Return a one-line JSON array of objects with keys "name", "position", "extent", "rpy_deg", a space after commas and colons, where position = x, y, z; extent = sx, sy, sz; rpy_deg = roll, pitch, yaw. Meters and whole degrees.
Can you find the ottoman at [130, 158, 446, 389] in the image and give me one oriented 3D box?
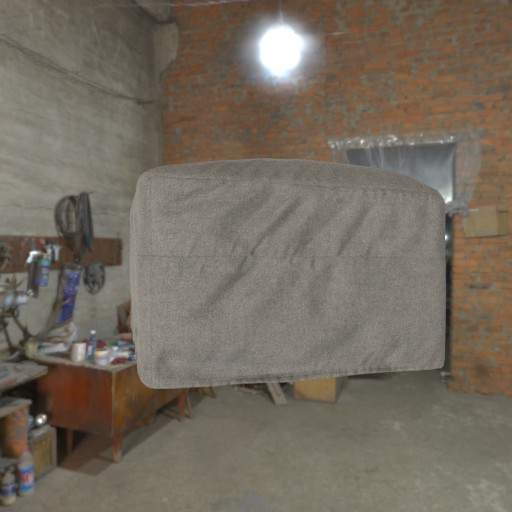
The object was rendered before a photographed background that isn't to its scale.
[{"name": "ottoman", "position": [0.000, 0.000, 1.260], "extent": [0.683, 0.481, 0.837], "rpy_deg": [0, 1, -17]}]
